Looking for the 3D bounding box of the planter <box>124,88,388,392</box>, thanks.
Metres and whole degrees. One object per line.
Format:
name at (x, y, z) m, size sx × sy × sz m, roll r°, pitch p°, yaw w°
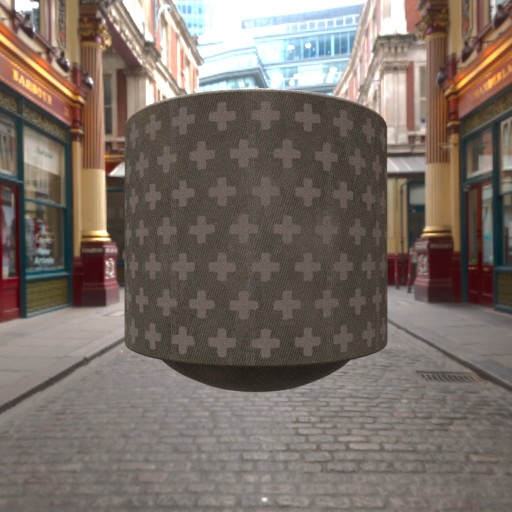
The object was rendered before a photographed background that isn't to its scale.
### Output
planter at (0.000, 0.000, 0.440) m, size 0.250 × 0.239 × 0.250 m, roll 0°, pitch 0°, yaw 0°
